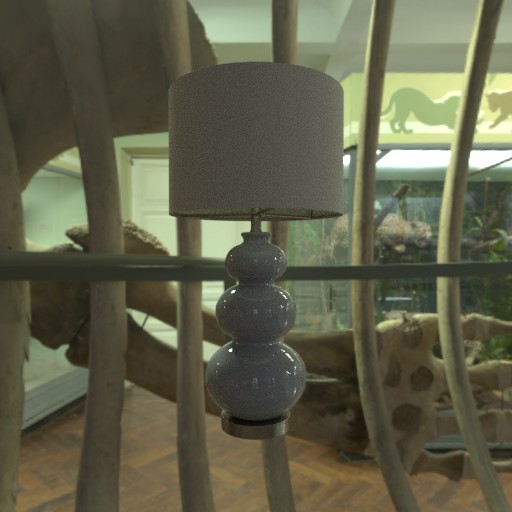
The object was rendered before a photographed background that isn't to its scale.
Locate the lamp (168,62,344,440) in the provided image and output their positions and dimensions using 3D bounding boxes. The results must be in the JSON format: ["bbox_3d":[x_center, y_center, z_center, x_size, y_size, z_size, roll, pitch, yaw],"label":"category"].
[{"bbox_3d":[0.000,0.000,0.951,0.367,0.730,0.367,0,1,-1],"label":"lamp"}]
